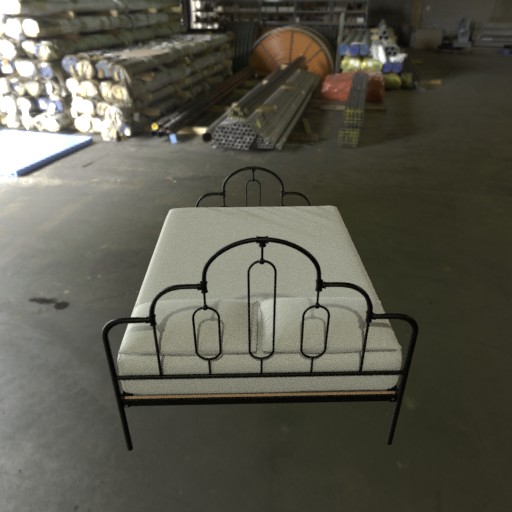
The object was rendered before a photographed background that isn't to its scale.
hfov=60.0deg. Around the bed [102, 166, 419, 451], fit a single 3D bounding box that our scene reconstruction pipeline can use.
[{"bbox_3d":[0.000,0.000,3.278,1.626,1.444,2.181,-1,30,-1],"label":"bed"}]
